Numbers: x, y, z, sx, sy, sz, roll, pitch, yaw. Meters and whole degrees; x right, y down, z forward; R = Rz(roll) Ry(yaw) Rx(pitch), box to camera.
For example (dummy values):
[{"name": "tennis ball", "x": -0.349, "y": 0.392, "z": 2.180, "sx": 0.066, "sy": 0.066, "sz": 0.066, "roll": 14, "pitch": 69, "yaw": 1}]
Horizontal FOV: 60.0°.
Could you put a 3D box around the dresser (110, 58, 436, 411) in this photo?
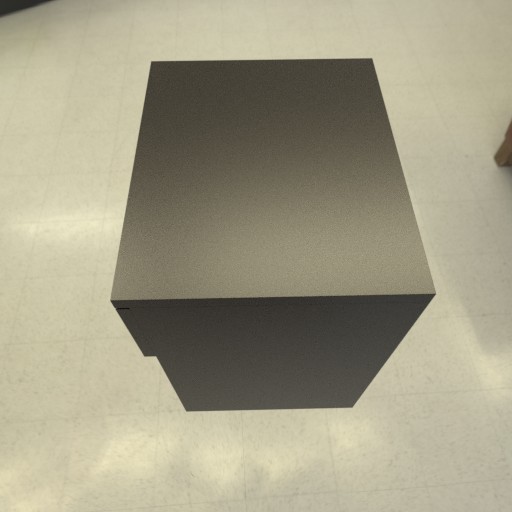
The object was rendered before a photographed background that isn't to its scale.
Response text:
[{"name": "dresser", "x": 0.000, "y": 0.000, "z": 0.757, "sx": 0.360, "sy": 0.470, "sz": 0.400, "roll": -1, "pitch": 58, "yaw": -1}]
